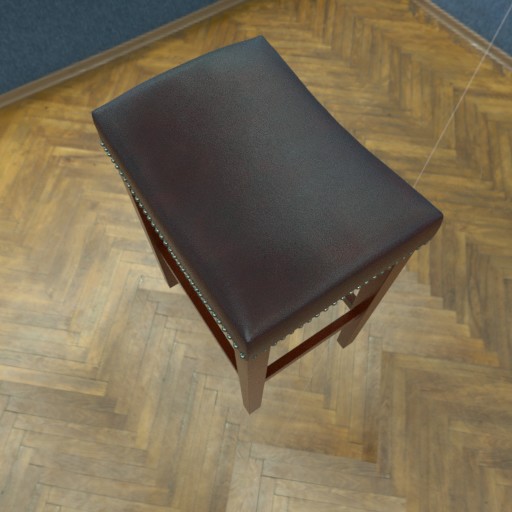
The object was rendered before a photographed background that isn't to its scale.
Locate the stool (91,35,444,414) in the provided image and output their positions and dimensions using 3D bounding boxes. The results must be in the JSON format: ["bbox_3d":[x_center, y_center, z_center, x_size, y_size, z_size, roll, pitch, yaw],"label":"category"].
[{"bbox_3d":[0.000,0.000,1.017,0.372,0.742,0.504,-31,67,-15],"label":"stool"}]
